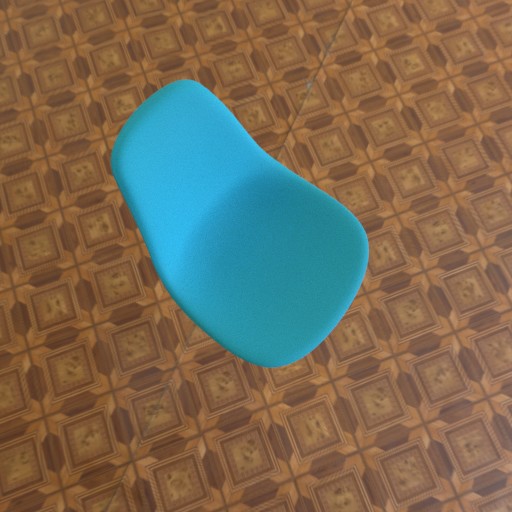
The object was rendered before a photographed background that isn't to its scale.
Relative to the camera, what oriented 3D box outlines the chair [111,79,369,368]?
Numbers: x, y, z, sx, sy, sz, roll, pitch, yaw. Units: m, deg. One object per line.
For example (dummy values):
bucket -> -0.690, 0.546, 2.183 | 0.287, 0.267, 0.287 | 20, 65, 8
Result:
chair -> 0.000, 0.000, 1.150 | 0.533, 0.826, 0.470 | 36, 77, 9
